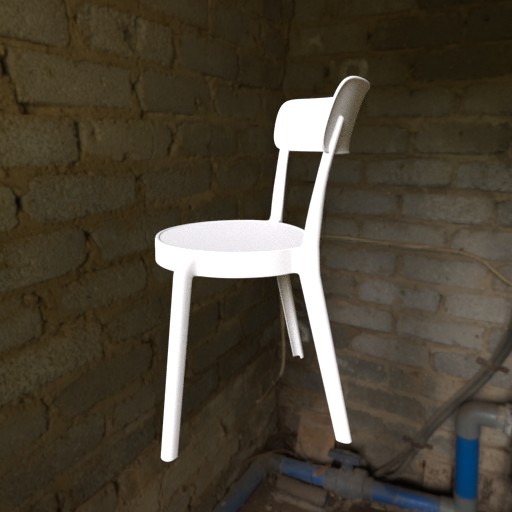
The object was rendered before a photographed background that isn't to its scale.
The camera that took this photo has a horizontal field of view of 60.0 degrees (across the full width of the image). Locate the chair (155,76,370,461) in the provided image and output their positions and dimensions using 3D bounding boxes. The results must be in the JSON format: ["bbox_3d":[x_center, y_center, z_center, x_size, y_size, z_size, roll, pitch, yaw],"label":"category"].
[{"bbox_3d":[0.000,0.000,1.115,0.491,0.790,0.506,-2,15,-9],"label":"chair"}]
